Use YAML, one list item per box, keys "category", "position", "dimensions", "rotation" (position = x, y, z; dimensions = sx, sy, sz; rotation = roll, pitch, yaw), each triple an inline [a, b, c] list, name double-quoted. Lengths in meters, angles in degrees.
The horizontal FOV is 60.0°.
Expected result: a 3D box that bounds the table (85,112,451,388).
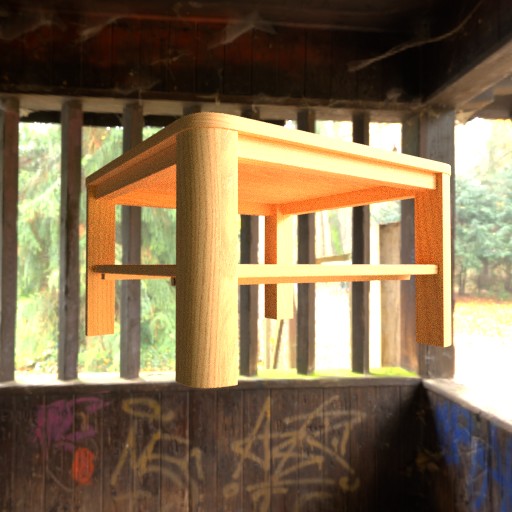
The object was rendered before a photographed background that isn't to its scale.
- category: "table"
  position: [0.000, 0.000, 1.217]
  dimensions: [0.750, 0.450, 0.750]
  rotation: [1, -1, -35]
